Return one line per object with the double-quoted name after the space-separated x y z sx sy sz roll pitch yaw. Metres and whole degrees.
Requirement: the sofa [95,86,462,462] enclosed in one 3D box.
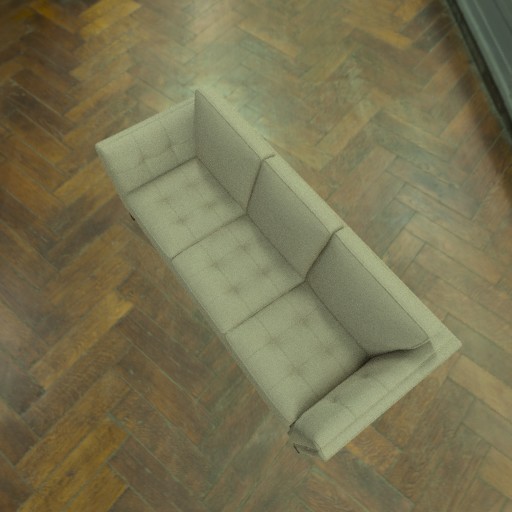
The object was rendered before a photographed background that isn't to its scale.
0.000 0.000 2.905 0.965 0.940 2.388 -33 67 -16 "sofa"
